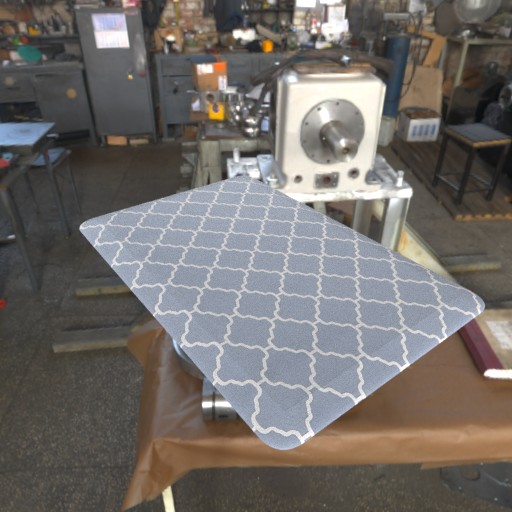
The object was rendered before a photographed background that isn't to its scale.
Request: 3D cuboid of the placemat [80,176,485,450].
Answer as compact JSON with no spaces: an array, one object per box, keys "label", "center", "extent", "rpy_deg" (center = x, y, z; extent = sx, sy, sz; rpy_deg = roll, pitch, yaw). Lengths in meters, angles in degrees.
[{"label":"placemat","center":[0.000,0.000,0.930],"extent":[0.508,0.021,0.762],"rpy_deg":[-22,39,-31]}]
